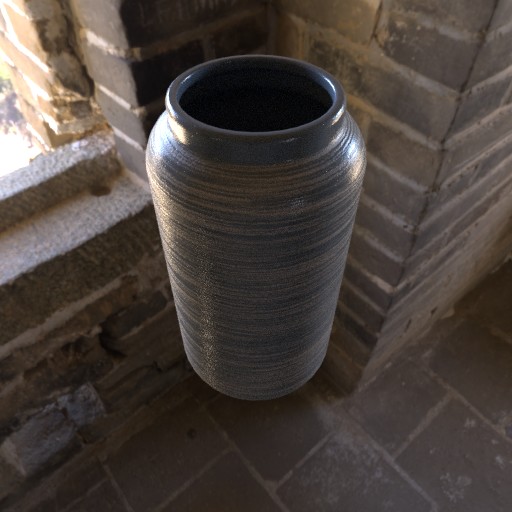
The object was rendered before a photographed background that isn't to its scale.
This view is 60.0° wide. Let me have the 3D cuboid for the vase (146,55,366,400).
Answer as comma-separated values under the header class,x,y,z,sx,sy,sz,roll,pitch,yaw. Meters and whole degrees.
class,x,y,z,sx,sy,sz,roll,pitch,yaw
vase,0.000,0.000,0.295,0.116,0.230,0.116,0,46,0
